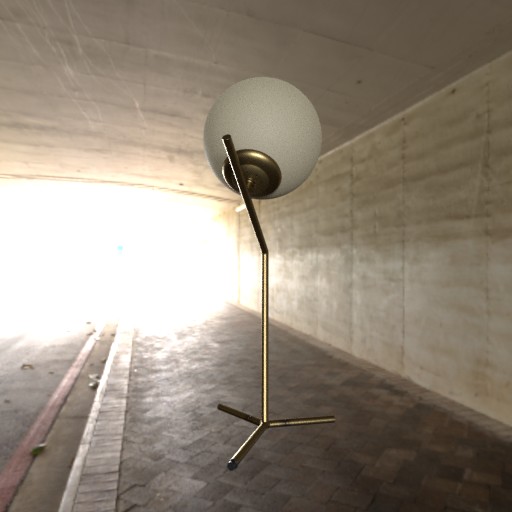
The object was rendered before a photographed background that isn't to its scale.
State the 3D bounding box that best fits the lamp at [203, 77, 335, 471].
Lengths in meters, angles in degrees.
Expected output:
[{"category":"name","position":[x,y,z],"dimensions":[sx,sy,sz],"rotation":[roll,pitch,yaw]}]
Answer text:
[{"category":"lamp","position":[0.000,0.000,0.669],"dimensions":[0.210,0.552,0.251],"rotation":[0,0,18]}]
